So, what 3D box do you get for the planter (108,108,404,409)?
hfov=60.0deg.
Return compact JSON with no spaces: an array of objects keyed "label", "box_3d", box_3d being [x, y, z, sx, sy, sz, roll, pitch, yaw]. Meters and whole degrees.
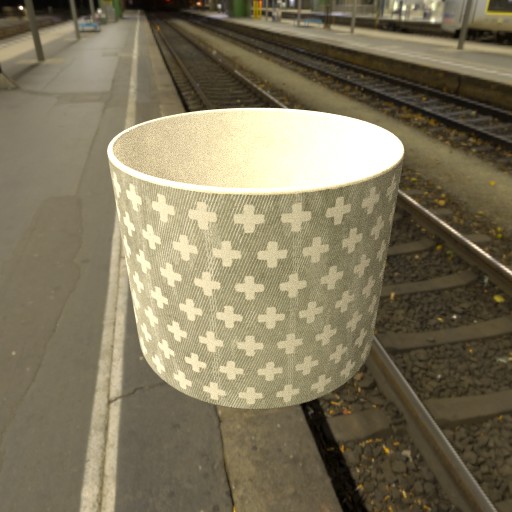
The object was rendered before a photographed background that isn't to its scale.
[{"label":"planter","box_3d":[0.000,0.000,0.447,0.250,0.239,0.250,0,30,0]}]
